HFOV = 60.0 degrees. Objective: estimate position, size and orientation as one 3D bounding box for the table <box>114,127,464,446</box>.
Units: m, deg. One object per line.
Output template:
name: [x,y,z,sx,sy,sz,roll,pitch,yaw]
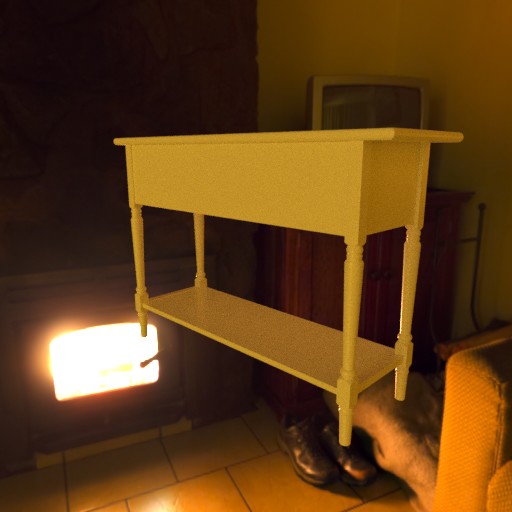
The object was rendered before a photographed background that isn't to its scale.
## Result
table: [0.000,0.000,1.557,1.191,0.814,0.386,13,18,43]
